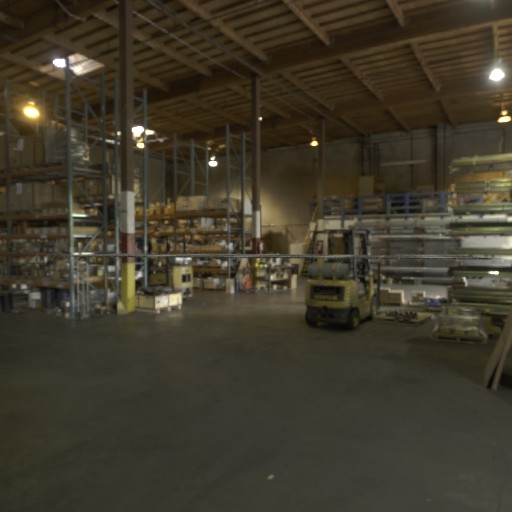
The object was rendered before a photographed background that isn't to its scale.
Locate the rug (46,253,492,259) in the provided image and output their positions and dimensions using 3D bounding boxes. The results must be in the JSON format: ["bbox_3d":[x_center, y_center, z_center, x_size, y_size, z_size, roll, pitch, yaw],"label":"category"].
[{"bbox_3d":[0.000,0.000,2.682,2.434,0.012,0.760,0,1,17],"label":"rug"}]
